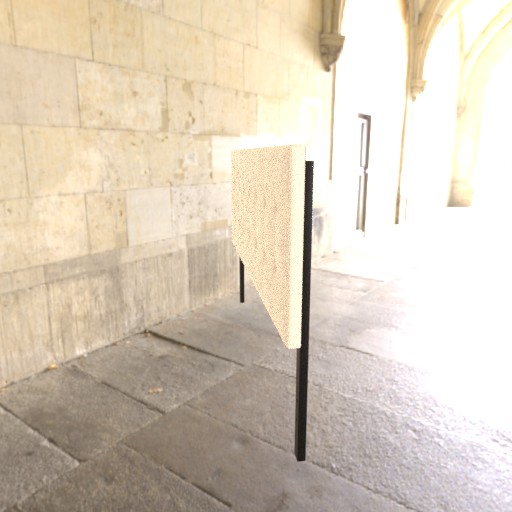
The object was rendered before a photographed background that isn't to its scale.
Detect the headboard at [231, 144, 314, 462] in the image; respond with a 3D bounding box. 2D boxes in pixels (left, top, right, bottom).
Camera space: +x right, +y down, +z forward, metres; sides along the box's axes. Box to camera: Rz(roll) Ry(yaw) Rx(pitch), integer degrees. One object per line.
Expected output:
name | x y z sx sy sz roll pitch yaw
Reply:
headboard | 0.000 0.000 2.978 0.120 1.410 2.362 -2 13 -8
